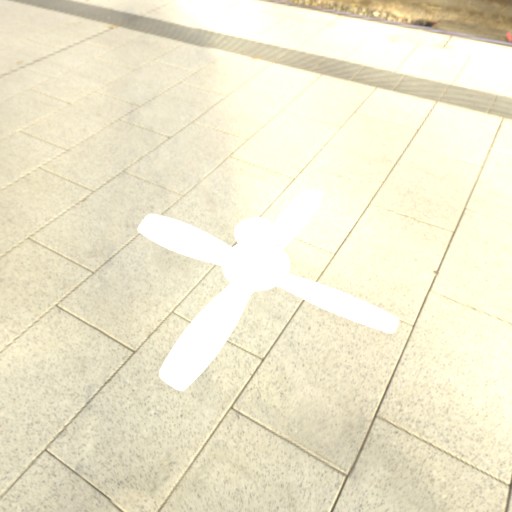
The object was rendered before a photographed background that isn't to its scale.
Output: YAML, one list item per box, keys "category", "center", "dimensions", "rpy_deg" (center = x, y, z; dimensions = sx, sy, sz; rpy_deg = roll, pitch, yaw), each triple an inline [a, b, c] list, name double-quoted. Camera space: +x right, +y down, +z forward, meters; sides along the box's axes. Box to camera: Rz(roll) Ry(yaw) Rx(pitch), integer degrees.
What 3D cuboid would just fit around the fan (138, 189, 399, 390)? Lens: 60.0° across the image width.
- category: "fan"
  center: [0.000, 0.000, 2.531]
  dimensions: [1.694, 0.382, 1.693]
  rpy_deg: [22, 50, 20]
